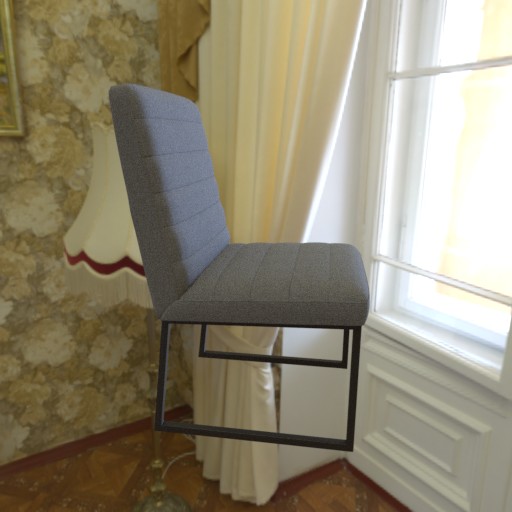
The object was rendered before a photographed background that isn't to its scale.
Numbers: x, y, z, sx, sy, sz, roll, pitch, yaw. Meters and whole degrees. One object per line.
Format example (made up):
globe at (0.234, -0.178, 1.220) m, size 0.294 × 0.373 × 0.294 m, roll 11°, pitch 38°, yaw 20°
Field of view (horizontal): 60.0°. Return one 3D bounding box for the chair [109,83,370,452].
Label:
chair at (0.000, 0.000, 1.321) m, size 0.634 × 0.930 × 0.520 m, roll 2°, pitch 15°, yaw 9°
